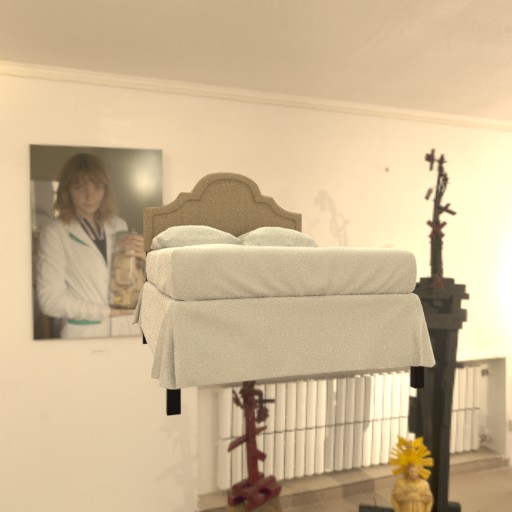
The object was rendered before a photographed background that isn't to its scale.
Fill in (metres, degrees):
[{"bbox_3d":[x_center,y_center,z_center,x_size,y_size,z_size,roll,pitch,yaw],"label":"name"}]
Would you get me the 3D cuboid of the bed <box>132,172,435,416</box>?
[{"bbox_3d":[0.000,0.000,3.456,1.780,1.634,2.222,0,0,-18],"label":"bed"}]
